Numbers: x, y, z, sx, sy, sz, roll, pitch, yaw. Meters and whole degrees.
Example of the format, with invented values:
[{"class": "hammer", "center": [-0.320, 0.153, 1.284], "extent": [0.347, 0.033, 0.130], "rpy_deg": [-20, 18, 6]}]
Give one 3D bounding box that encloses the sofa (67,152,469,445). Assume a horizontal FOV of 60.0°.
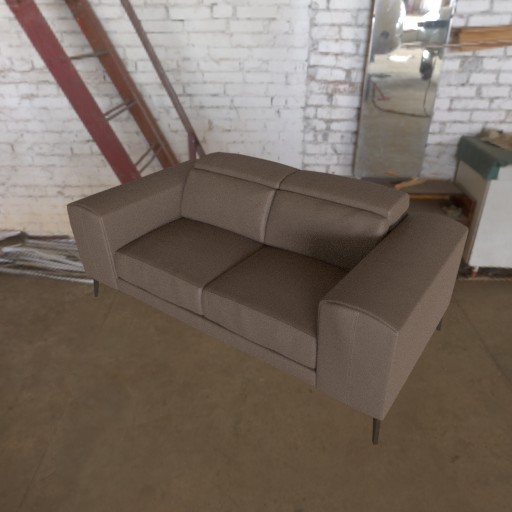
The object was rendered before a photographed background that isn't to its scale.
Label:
[{"class": "sofa", "center": [0.000, 0.000, 2.407], "extent": [1.895, 0.779, 1.003], "rpy_deg": [19, 35, 30]}]
